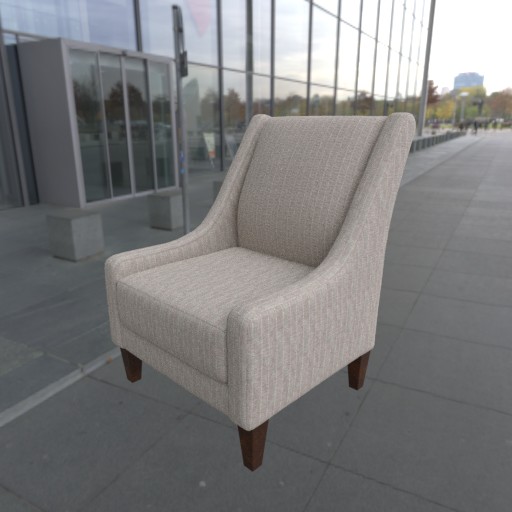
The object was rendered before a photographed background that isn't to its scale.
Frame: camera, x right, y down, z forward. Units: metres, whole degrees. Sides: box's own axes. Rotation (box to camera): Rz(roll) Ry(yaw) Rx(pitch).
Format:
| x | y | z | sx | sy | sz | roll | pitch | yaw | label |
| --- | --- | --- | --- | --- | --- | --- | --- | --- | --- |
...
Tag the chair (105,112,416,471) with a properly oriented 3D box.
| x | y | z | sx | sy | sz | roll | pitch | yaw | label |
| --- | --- | --- | --- | --- | --- | --- | --- | --- | --- |
| 0.000 | 0.000 | 1.644 | 0.774 | 1.014 | 0.870 | 16 | 23 | 42 | chair |
